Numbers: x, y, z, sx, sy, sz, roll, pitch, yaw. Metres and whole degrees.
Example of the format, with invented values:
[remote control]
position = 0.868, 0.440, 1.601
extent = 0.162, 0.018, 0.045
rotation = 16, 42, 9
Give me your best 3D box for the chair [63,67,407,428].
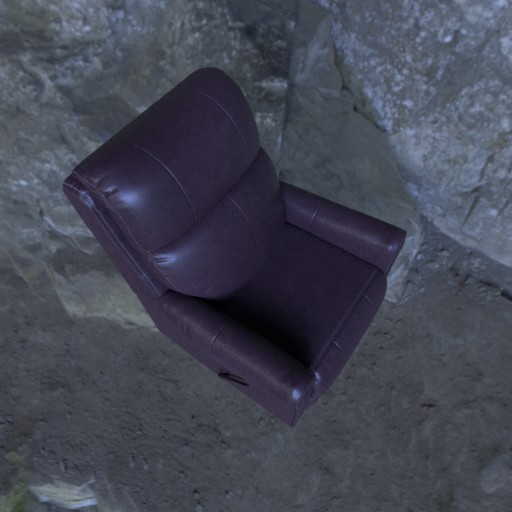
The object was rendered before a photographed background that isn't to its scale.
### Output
[chair]
position = 0.000, 0.000, 1.777
extent = 1.014, 1.054, 0.838
rotation = 31, 63, 18
